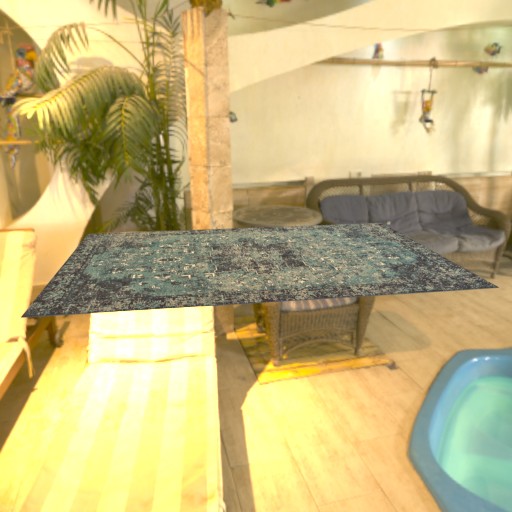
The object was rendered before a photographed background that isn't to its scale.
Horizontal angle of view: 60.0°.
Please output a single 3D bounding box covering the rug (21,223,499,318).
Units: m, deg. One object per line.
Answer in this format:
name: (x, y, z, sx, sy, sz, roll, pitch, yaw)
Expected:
rug: (0.000, 0.000, 2.944, 2.440, 0.007, 1.525, -3, 18, -8)
